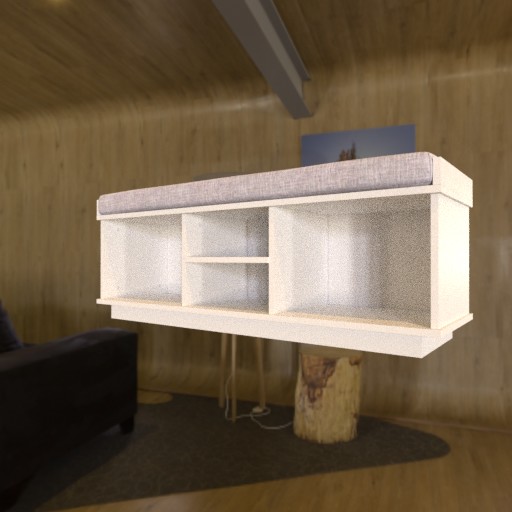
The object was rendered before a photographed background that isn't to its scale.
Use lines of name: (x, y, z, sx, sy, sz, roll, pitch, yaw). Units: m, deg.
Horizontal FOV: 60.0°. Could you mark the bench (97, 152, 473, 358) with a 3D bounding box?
bench: (0.000, 0.000, 1.412, 1.196, 0.453, 0.363, 0, 0, 36)
